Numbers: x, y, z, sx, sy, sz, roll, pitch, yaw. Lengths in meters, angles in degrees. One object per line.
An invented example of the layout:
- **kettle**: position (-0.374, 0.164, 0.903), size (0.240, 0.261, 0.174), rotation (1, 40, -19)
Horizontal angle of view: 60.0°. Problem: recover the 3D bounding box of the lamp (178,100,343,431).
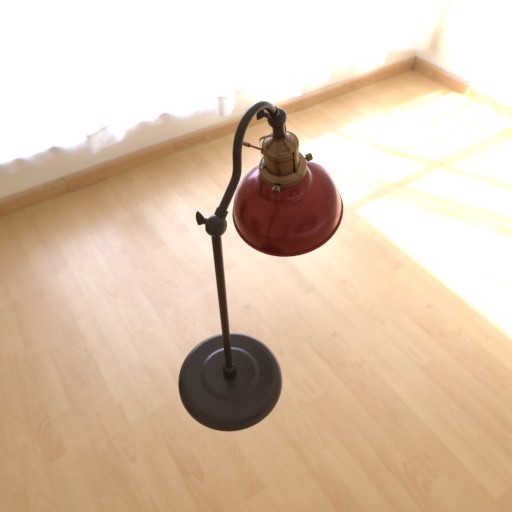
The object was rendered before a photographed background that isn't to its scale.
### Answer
- **lamp**: position (0.000, 0.000, 0.688), size (0.192, 0.508, 0.374), rotation (24, 52, 21)
